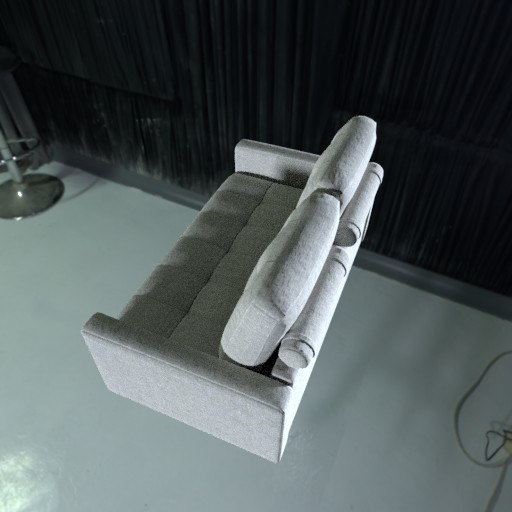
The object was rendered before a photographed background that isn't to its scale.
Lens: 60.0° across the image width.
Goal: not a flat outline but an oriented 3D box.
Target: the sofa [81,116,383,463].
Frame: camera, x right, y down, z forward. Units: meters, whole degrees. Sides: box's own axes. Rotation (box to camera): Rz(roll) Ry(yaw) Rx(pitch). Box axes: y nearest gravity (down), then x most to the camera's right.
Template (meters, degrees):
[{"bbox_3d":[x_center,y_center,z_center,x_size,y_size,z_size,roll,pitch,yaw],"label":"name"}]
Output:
[{"bbox_3d":[0.000,0.000,1.994,0.842,0.907,1.407,17,48,16],"label":"sofa"}]
